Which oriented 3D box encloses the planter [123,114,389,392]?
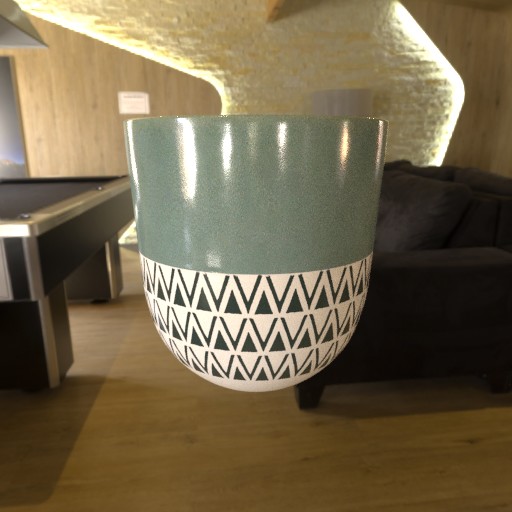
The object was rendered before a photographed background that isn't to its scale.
[{"bbox_3d":[0.000,0.000,0.371,0.198,0.214,0.198,0,14,0],"label":"planter"}]
